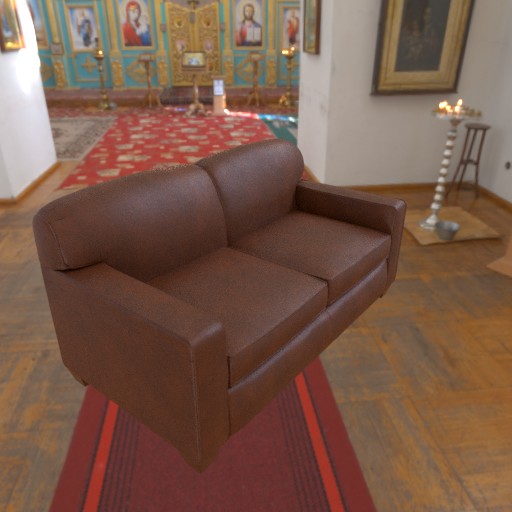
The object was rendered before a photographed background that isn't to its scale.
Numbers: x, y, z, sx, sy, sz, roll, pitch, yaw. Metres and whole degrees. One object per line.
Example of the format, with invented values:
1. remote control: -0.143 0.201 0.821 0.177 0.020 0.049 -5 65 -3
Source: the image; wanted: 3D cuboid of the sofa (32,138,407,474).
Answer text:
1. sofa: 0.000 0.000 2.386 1.000 0.966 1.856 19 31 34
